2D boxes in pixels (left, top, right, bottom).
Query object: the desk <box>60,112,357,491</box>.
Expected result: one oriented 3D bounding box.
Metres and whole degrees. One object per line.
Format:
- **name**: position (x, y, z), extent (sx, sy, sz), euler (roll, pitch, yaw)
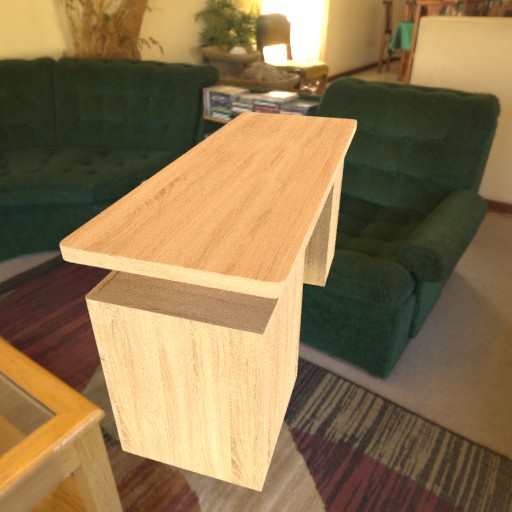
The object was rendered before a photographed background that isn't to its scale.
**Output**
- **desk**: position (0.000, 0.000, 1.730), extent (0.550, 0.760, 1.400), euler (9, 32, 15)
